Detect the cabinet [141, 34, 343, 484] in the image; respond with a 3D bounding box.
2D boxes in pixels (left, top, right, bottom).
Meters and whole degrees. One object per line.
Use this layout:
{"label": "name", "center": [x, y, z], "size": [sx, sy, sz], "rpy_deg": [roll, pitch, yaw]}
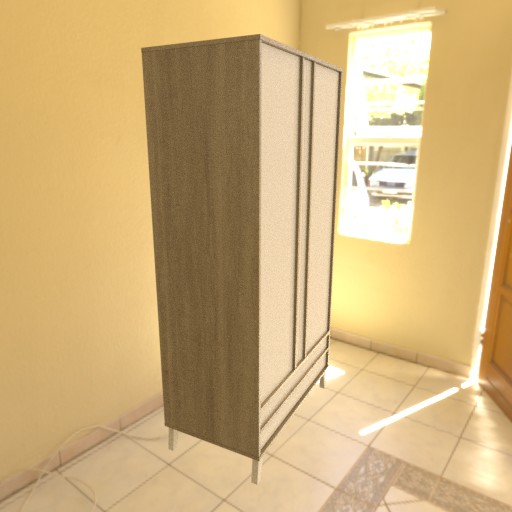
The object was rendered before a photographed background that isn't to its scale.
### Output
{"label": "cabinet", "center": [0.000, 0.000, 2.443], "size": [0.571, 1.999, 1.006], "rpy_deg": [8, 17, 27]}
